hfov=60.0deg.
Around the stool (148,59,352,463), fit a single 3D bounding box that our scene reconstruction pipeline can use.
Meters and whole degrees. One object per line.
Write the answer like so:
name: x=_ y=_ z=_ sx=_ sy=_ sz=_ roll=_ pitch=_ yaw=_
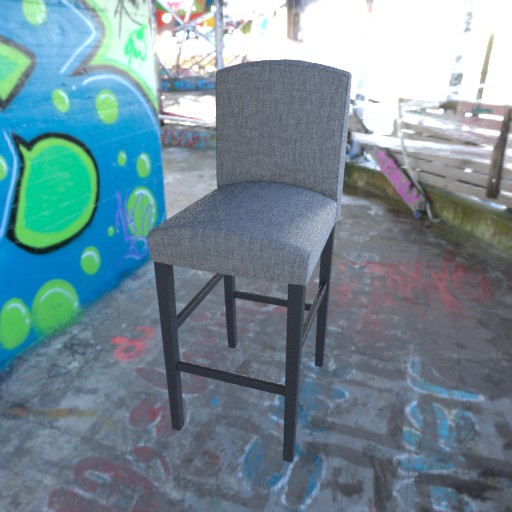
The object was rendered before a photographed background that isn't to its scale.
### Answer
stool: x=0.000 y=0.000 z=1.412 sx=0.451 sy=1.138 sz=0.552 roll=8 pitch=26 yaw=17
